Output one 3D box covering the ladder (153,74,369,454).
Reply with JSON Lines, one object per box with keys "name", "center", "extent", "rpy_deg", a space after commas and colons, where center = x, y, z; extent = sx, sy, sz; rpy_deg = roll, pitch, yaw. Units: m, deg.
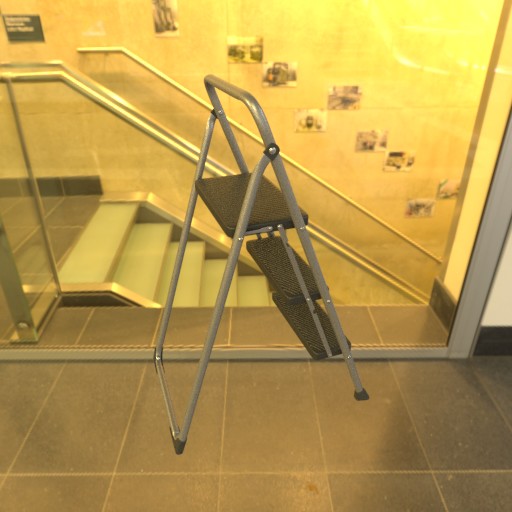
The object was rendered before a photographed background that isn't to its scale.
{"name": "ladder", "center": [0.000, 0.000, 1.270], "extent": [0.629, 0.945, 0.430], "rpy_deg": [-10, 31, -17]}
